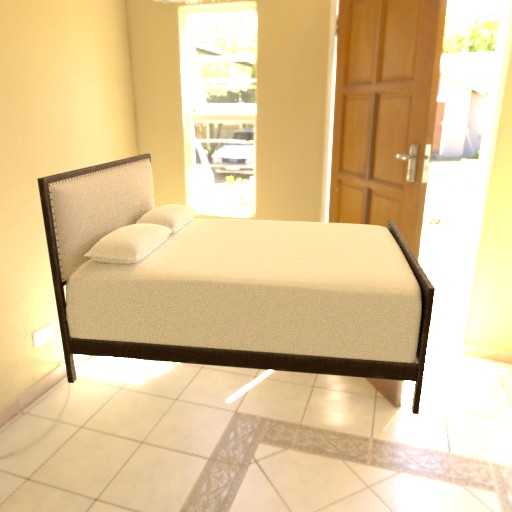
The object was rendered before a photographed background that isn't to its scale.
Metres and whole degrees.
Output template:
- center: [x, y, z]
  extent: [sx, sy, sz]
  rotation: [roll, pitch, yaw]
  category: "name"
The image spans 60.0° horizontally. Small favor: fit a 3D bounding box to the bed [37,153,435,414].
- center: [0.000, 0.000, 3.264]
  extent: [2.221, 1.313, 1.607]
  rotation: [3, 18, 8]
  category: "bed"
